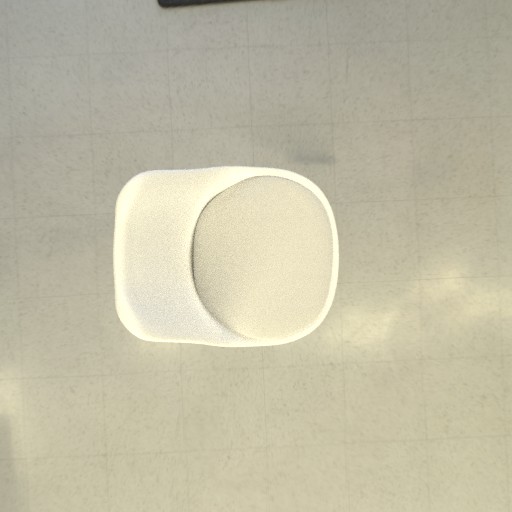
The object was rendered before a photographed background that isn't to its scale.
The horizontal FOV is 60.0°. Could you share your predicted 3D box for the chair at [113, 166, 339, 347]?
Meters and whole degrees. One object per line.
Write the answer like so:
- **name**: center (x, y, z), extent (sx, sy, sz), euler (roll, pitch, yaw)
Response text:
- **chair**: center (0.000, 0.000, 1.291), extent (0.550, 0.930, 0.550), euler (0, 90, -1)
